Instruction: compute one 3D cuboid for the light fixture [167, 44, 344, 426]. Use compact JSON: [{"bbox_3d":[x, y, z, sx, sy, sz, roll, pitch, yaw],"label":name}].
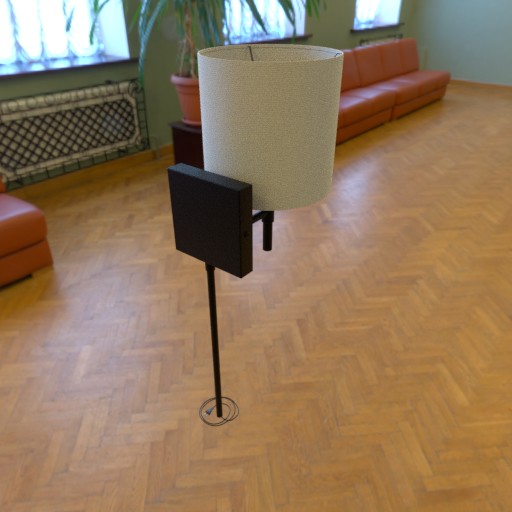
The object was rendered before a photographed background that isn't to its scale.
[{"bbox_3d":[0.000,0.000,0.706,0.188,0.589,0.248,22,37,32],"label":"light fixture"}]
